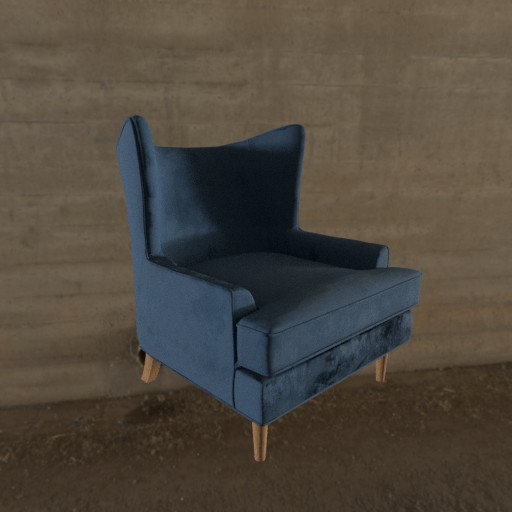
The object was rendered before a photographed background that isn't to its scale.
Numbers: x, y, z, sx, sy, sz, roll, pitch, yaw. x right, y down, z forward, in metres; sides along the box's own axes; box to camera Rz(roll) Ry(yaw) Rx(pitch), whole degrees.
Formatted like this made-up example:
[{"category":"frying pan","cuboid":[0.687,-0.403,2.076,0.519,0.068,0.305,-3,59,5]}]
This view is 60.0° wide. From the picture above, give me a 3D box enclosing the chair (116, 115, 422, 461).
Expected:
[{"category":"chair","cuboid":[0.000,0.000,1.600,0.793,0.952,0.910,-13,18,-42]}]
